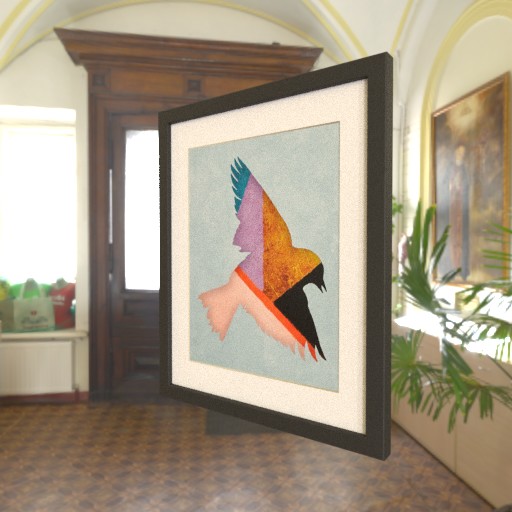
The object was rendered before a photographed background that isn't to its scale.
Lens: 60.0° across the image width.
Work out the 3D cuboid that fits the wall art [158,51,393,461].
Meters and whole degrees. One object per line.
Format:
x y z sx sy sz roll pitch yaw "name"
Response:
0.000 0.000 0.748 0.457 0.558 0.028 1 2 36 "wall art"
